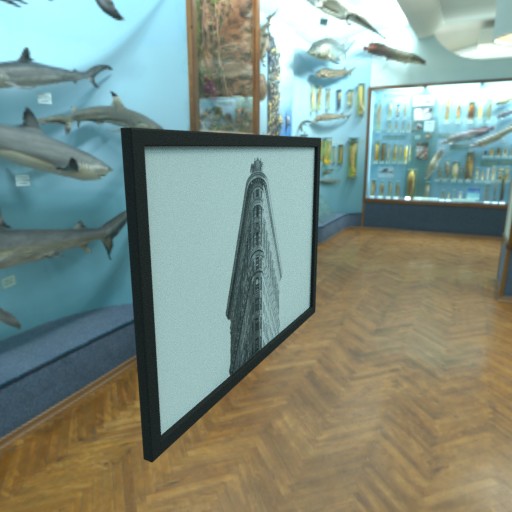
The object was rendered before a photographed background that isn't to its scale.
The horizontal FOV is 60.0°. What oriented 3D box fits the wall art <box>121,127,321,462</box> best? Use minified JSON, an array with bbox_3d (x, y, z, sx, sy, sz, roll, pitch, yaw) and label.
[{"bbox_3d":[0.000,0.000,1.243,0.026,0.656,0.958,7,15,27],"label":"wall art"}]
